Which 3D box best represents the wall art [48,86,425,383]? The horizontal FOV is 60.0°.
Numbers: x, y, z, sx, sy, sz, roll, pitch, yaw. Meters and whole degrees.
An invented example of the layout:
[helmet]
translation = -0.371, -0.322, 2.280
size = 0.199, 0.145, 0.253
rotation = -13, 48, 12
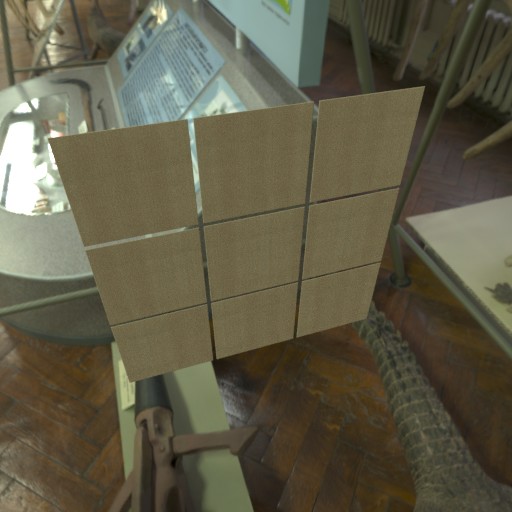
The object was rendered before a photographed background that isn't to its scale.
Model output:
[wall art]
translation = 0.000, 0.000, 2.206
size = 1.517, 1.505, 0.002
rotation = -12, 43, -14
